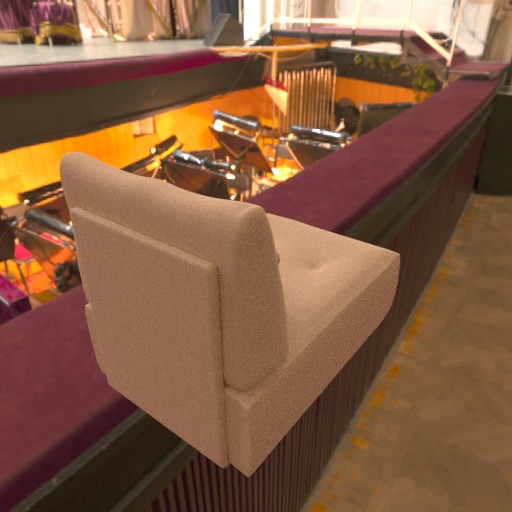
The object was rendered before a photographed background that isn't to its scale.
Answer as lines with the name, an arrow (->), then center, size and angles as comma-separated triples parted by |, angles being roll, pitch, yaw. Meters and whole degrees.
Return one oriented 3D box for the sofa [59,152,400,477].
sofa -> 0.000, 0.000, 1.552 | 0.700, 0.820, 1.000 | 21, 35, 32
